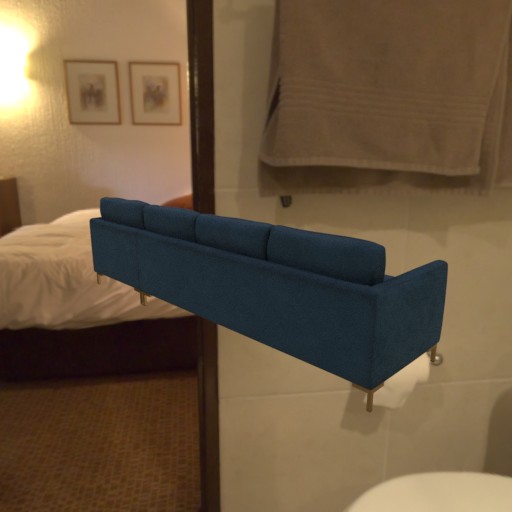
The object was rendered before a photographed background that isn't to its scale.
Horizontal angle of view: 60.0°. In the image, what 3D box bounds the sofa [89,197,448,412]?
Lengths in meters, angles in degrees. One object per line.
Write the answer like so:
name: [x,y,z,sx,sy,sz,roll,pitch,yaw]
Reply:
sofa: [0.000,0.000,3.460,1.350,0.810,2.932,-14,20,-43]
